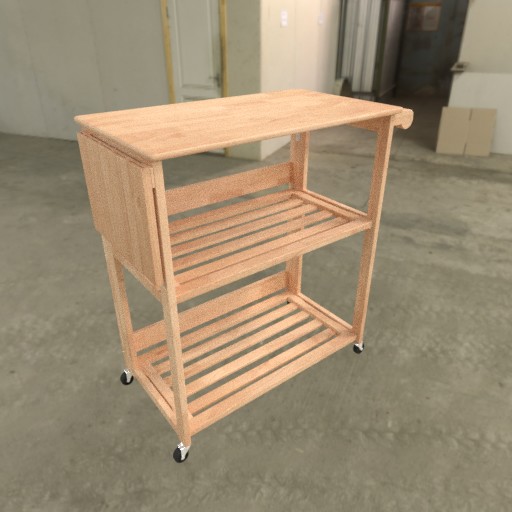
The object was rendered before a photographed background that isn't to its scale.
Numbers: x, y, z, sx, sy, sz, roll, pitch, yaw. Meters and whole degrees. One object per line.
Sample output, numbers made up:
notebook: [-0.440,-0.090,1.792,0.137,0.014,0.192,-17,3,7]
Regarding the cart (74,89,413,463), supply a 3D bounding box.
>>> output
cart: [0.000,0.000,1.381,0.853,0.879,0.432,-20,35,-32]
